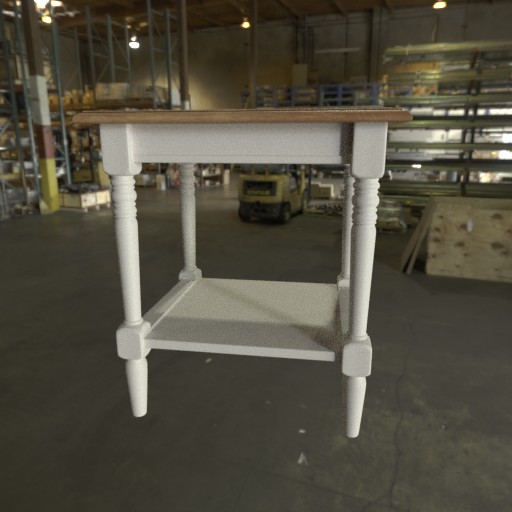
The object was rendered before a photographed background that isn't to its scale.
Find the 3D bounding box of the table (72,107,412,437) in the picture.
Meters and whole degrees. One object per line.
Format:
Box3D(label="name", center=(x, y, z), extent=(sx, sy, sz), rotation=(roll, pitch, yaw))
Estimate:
Box3D(label="table", center=(0.000, 0.000, 0.936), extent=(0.508, 0.561, 0.457), rotation=(2, 15, 8))
